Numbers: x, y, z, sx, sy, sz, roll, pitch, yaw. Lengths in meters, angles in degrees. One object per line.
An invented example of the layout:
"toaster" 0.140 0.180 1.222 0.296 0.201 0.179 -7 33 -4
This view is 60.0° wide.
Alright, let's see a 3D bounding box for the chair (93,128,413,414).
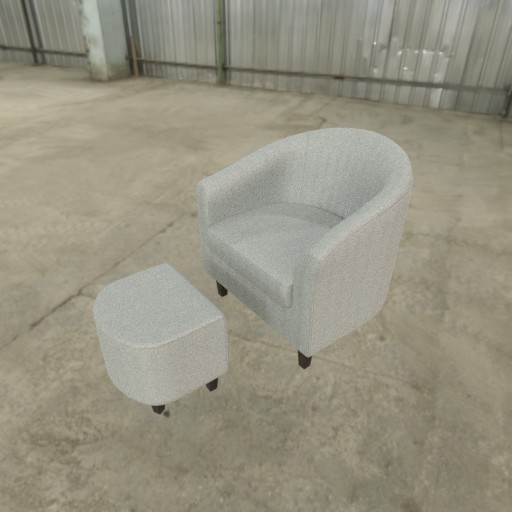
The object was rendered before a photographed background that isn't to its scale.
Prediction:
"chair" 0.000 0.000 1.751 1.288 0.757 0.756 -22 39 -31
